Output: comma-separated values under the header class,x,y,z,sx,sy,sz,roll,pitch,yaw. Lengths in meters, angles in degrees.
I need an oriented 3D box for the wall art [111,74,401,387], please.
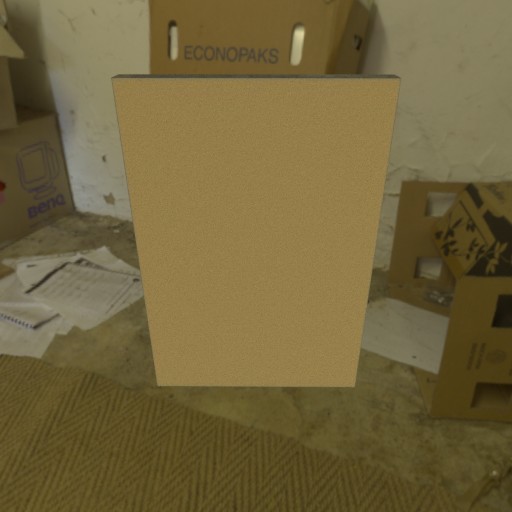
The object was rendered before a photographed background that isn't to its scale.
class,x,y,z,sx,sy,sz,roll,pitch,yaw
wall art,0.000,0.000,0.603,0.313,0.457,0.031,0,29,0
